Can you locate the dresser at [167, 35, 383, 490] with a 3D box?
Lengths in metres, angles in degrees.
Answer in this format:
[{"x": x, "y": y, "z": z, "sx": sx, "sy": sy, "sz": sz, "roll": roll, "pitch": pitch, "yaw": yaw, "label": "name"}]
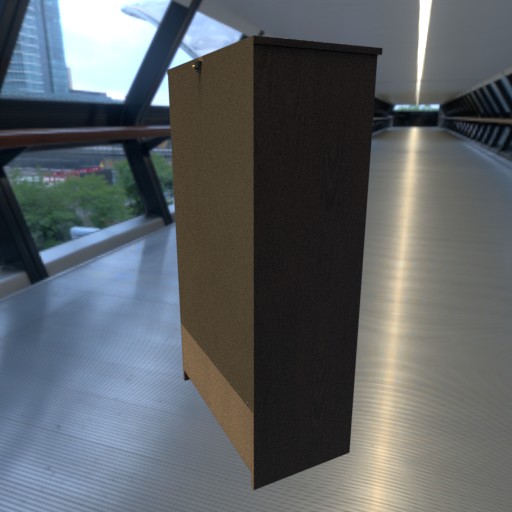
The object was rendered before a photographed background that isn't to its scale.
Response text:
[{"x": 0.000, "y": 0.000, "z": 1.541, "sx": 0.418, "sy": 1.254, "sz": 0.704, "roll": -8, "pitch": 18, "yaw": -25, "label": "dresser"}]
